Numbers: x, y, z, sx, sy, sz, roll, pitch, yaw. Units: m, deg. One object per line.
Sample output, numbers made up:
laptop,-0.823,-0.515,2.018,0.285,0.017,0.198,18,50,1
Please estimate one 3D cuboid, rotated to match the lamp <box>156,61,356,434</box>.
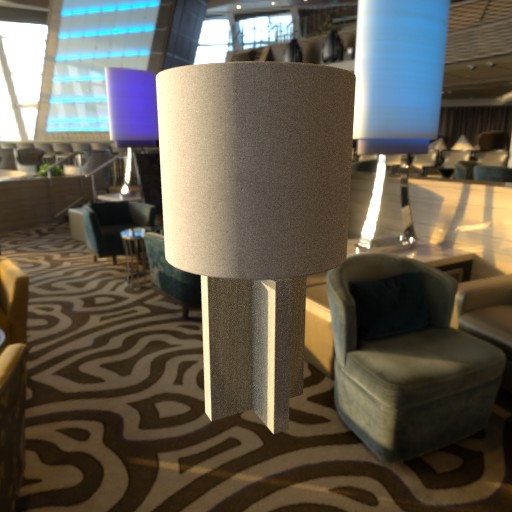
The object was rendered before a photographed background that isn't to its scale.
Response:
lamp,0.000,0.000,0.570,0.229,0.428,0.229,-7,16,-26
